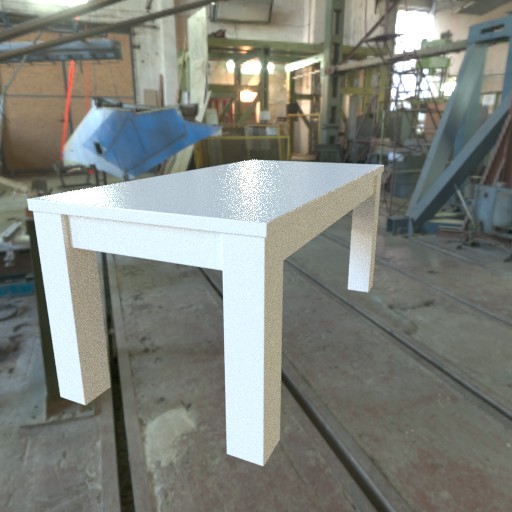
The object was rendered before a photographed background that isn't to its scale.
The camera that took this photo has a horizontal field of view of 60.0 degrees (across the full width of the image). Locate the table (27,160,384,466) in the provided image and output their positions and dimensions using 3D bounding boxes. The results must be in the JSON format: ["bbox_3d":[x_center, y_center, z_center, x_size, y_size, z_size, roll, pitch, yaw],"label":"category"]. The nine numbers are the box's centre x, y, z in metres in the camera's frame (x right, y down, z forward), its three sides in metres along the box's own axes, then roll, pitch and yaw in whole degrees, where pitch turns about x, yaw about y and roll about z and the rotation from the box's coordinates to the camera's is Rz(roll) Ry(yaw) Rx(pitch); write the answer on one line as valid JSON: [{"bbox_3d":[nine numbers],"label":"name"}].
[{"bbox_3d":[0.000,0.000,2.237,0.900,0.790,1.800,8,18,24],"label":"table"}]
